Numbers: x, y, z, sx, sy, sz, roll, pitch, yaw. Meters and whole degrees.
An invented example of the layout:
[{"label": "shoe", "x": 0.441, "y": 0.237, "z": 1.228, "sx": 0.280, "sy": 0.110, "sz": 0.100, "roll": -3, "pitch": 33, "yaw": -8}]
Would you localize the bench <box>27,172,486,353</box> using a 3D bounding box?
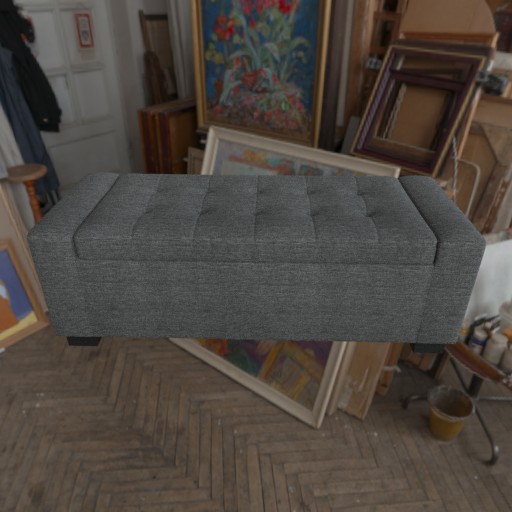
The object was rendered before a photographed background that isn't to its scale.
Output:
[{"label": "bench", "x": 0.000, "y": 0.000, "z": 1.550, "sx": 1.296, "sy": 0.445, "sz": 0.508, "roll": 1, "pitch": 31, "yaw": 1}]
